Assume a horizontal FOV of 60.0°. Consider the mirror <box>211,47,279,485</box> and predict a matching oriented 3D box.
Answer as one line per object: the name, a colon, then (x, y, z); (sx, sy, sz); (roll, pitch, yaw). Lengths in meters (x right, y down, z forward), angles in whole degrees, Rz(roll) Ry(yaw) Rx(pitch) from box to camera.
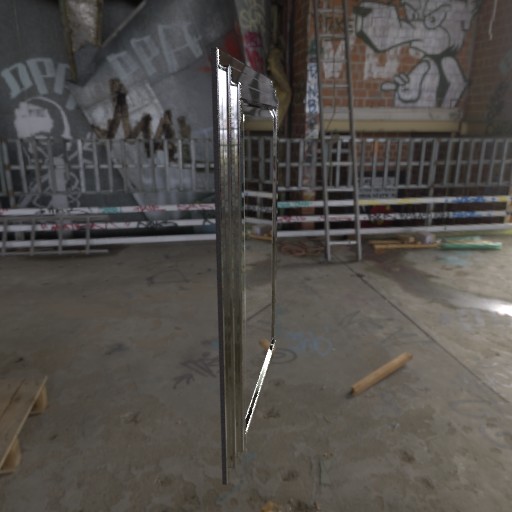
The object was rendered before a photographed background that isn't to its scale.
mirror: (0.000, 0.000, 1.167); (0.039, 0.914, 0.613); (3, 17, 10)
